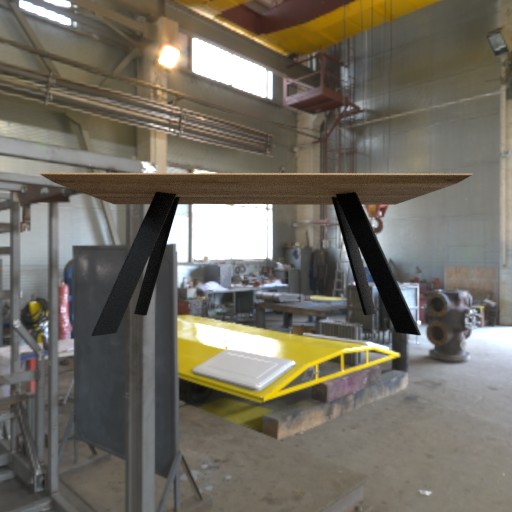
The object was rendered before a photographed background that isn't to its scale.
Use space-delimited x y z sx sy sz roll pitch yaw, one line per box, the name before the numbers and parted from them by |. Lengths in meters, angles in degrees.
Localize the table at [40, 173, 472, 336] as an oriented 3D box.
table | 0.000 0.000 2.550 2.000 0.770 1.000 0 0 -1
